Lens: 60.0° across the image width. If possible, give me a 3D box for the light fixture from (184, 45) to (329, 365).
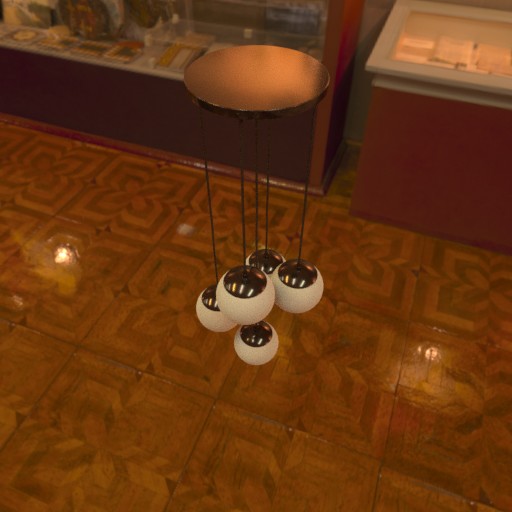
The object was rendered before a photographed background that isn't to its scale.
[{"bbox_3d":[0.000,0.000,1.520,0.484,1.271,0.489,18,49,16],"label":"light fixture"}]
